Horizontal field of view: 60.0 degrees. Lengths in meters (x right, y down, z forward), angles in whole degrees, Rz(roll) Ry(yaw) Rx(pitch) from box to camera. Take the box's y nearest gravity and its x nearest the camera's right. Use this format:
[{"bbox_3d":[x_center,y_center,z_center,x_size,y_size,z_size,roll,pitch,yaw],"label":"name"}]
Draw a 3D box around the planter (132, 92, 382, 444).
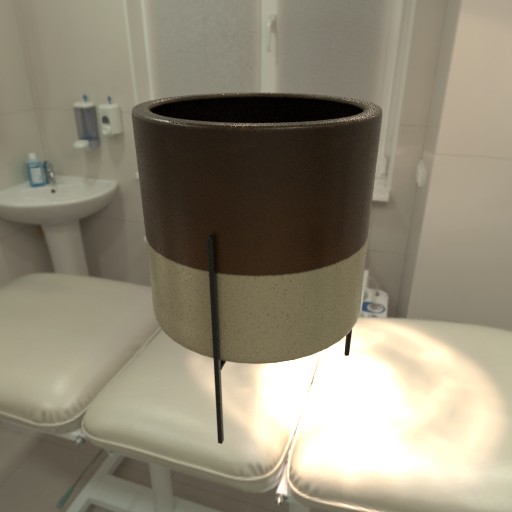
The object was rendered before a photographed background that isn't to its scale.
[{"bbox_3d":[0.000,0.000,0.717,0.345,0.465,0.354,8,27,16],"label":"planter"}]
